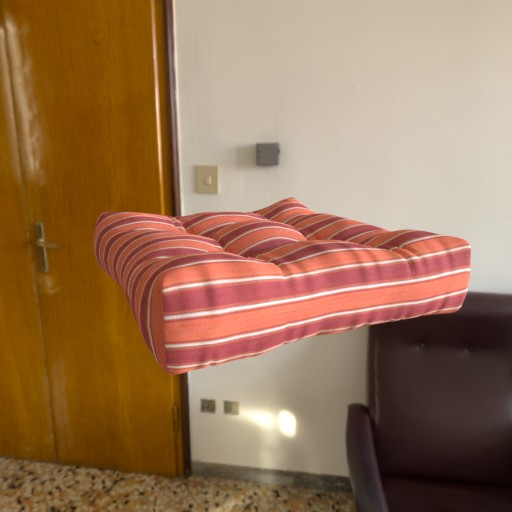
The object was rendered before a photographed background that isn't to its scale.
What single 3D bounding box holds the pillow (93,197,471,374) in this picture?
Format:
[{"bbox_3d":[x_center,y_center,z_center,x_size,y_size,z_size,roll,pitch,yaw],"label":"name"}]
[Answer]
[{"bbox_3d":[0.000,0.000,0.738,0.468,0.133,0.490,-7,15,-26],"label":"pillow"}]
